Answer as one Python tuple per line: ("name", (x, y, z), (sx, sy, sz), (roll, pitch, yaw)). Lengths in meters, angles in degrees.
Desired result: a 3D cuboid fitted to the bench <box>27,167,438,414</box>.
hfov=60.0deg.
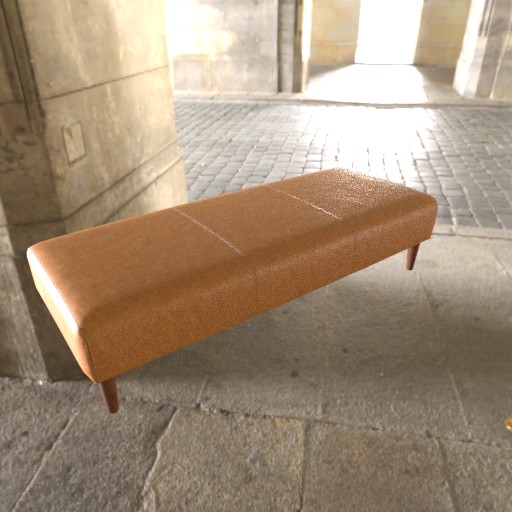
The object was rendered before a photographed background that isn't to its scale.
("bench", (0.000, 0.000, 1.860), (1.610, 0.399, 0.653), (-19, 34, -31))
